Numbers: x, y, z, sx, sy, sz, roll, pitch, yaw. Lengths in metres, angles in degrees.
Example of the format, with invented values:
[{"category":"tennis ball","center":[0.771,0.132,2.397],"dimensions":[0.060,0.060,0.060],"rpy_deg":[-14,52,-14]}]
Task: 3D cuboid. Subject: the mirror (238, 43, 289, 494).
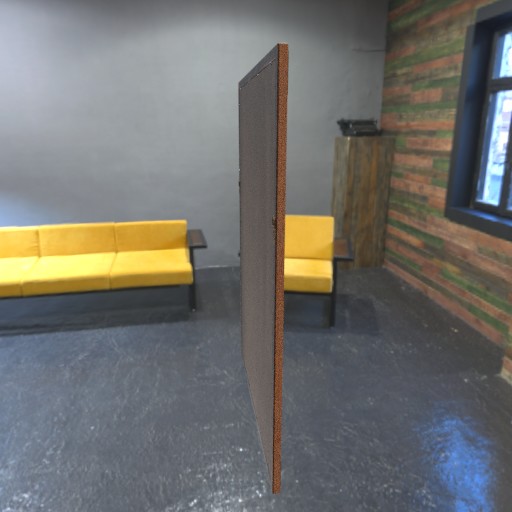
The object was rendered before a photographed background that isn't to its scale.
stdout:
[{"category":"mirror","center":[0.000,0.000,1.270],"dimensions":[0.025,0.996,0.705],"rpy_deg":[-2,16,-8]}]
